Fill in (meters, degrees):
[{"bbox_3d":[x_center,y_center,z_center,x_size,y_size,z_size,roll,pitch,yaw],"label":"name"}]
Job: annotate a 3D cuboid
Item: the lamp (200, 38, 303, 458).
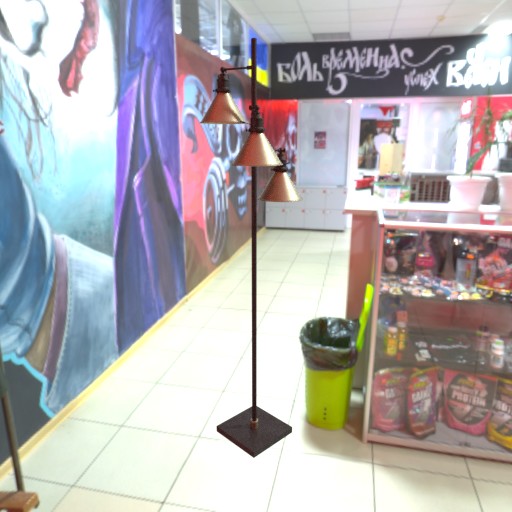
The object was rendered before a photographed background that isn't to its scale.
[{"bbox_3d":[0.000,0.000,1.917,0.415,1.716,0.428,-14,20,-43],"label":"lamp"}]
